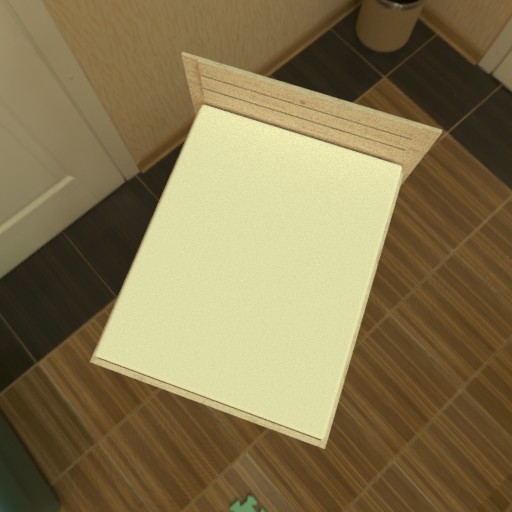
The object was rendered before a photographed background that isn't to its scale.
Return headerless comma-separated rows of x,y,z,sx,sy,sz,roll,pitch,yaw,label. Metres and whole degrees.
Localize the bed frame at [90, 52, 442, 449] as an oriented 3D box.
0.000,0.000,3.055,1.750,0.970,2.080,19,76,5,bed frame
